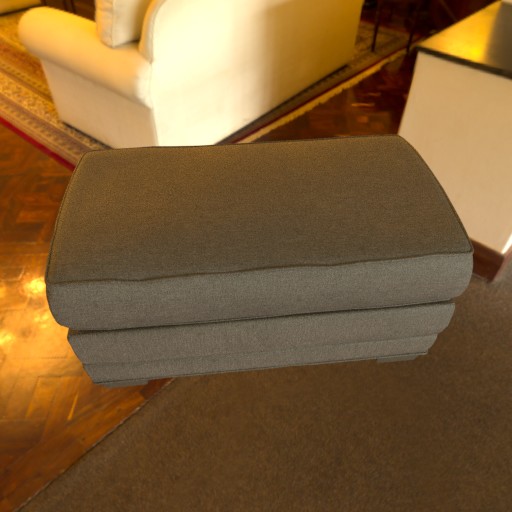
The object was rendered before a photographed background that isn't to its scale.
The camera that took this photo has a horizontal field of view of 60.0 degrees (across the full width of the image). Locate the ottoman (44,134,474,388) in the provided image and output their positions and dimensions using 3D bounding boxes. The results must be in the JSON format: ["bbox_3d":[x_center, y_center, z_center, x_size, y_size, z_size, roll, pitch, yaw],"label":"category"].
[{"bbox_3d":[0.000,0.000,1.129,0.864,0.448,0.490,-4,46,-4],"label":"ottoman"}]
